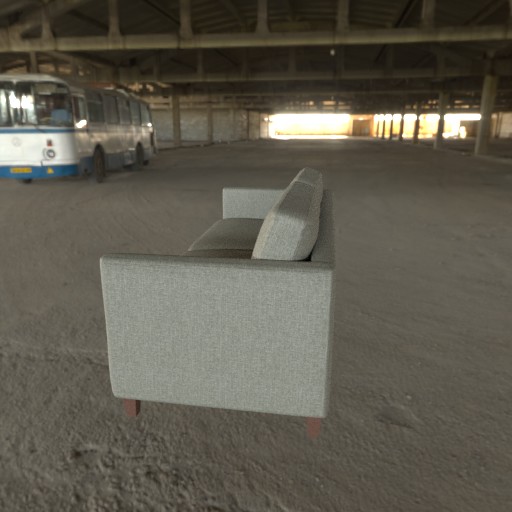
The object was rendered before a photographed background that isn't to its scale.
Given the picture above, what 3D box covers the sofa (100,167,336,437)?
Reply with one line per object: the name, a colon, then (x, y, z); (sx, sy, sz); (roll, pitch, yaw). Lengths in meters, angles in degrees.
sofa: (0.000, 0.000, 2.774); (0.956, 0.960, 2.208); (3, 16, 9)
